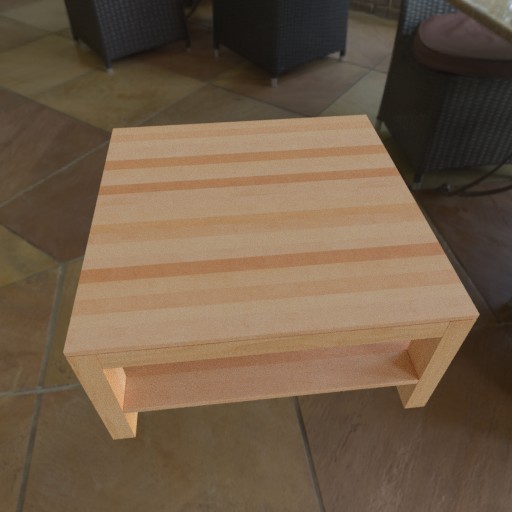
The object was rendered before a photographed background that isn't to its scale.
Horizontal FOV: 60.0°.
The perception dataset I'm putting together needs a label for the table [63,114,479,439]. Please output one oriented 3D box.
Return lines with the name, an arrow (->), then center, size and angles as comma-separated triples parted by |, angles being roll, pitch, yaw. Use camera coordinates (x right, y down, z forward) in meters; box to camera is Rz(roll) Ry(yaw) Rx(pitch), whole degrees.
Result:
table -> 0.000, 0.000, 1.421 | 0.900, 0.450, 0.900 | -4, 46, -4
